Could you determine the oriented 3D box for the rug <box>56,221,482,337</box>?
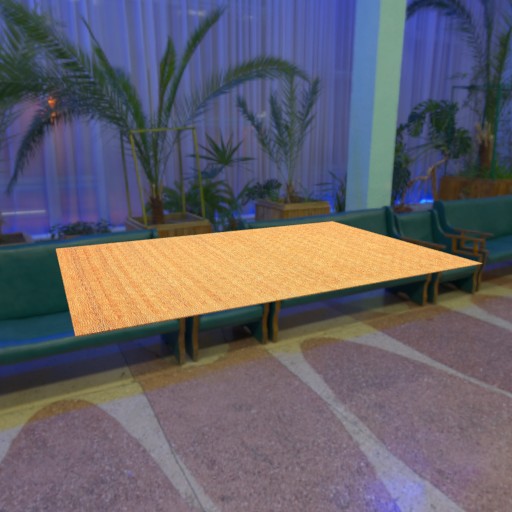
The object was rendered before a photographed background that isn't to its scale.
[{"bbox_3d":[0.000,0.000,2.843,2.285,0.006,1.524,-7,17,-25],"label":"rug"}]
